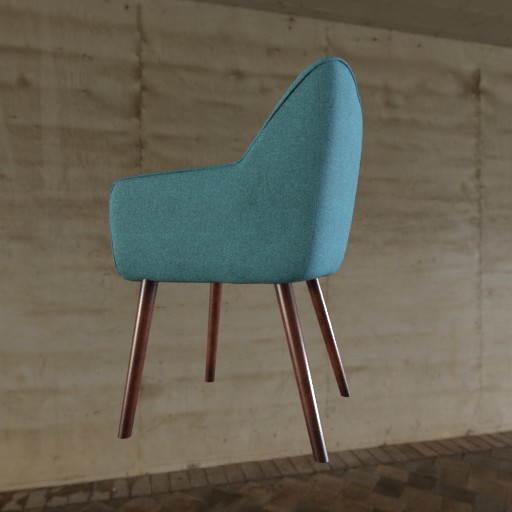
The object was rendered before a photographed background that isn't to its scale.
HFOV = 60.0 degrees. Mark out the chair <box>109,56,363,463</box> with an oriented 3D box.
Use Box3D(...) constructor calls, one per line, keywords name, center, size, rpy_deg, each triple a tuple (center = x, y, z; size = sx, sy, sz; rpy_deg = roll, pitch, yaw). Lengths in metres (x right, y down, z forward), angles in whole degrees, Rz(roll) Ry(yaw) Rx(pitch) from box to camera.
Box3D(name="chair", center=(0.000, 0.000, 1.139), size=(0.519, 0.803, 0.543), rpy_deg=(0, 0, 18))
